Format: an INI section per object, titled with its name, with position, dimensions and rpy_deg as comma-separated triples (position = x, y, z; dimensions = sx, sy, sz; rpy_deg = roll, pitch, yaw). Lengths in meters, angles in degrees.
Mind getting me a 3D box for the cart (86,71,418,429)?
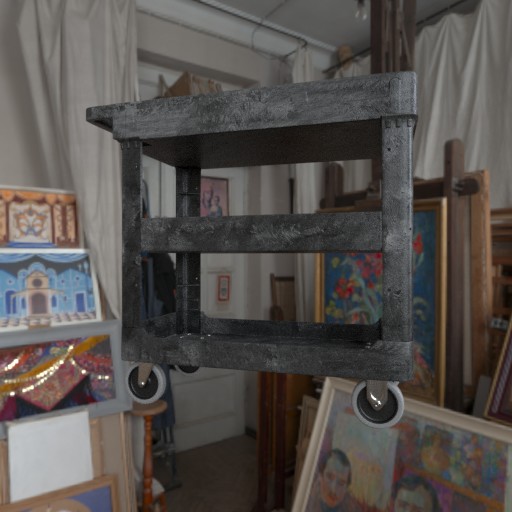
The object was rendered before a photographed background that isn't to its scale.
[cart]
position = 0.000, 0.000, 1.301
dimensions = 0.877, 0.824, 0.420
rpy_deg = 0, 0, 17
